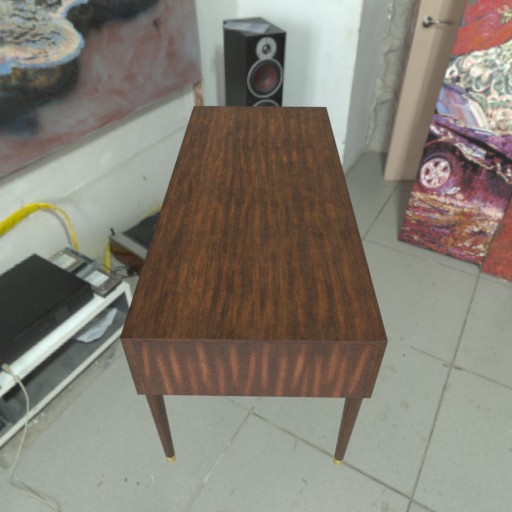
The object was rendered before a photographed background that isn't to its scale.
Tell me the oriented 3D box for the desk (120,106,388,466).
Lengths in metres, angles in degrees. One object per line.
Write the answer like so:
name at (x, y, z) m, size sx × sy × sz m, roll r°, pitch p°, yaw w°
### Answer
desk at (0.000, 0.000, 2.019) m, size 0.724 × 0.762 × 1.575 m, roll 1°, pitch 40°, yaw 1°
